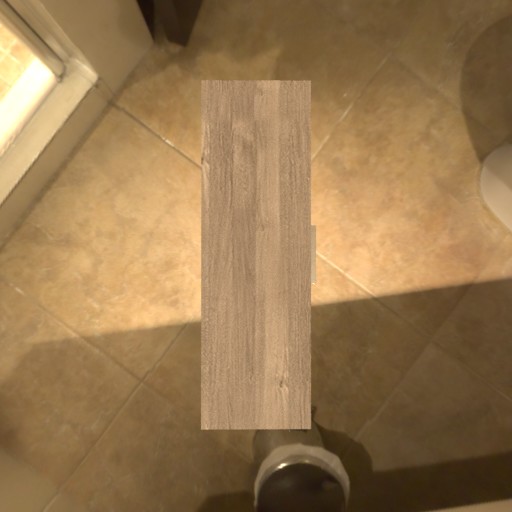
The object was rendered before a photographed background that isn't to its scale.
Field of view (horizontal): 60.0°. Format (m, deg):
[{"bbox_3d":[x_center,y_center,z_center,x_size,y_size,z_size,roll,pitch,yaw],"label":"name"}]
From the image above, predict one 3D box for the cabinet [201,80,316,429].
[{"bbox_3d":[0.000,0.000,1.592,0.250,1.280,0.750,0,90,-1],"label":"cabinet"}]
